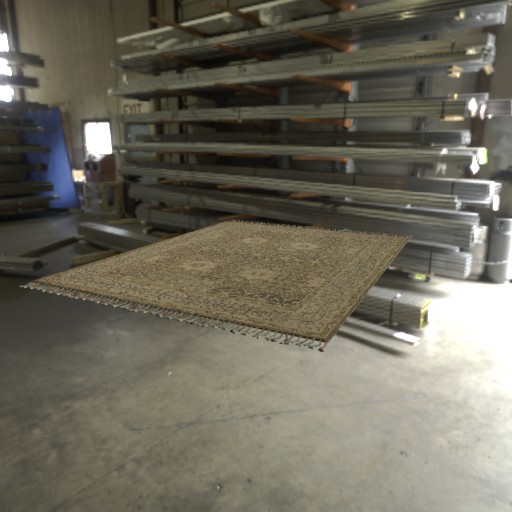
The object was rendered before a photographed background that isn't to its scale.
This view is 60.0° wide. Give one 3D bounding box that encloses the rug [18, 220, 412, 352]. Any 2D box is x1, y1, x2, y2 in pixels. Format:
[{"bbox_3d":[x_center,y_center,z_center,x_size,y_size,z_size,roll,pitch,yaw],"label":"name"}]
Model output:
[{"bbox_3d":[0.000,0.000,4.272,2.431,0.017,3.291,7,16,26],"label":"rug"}]
